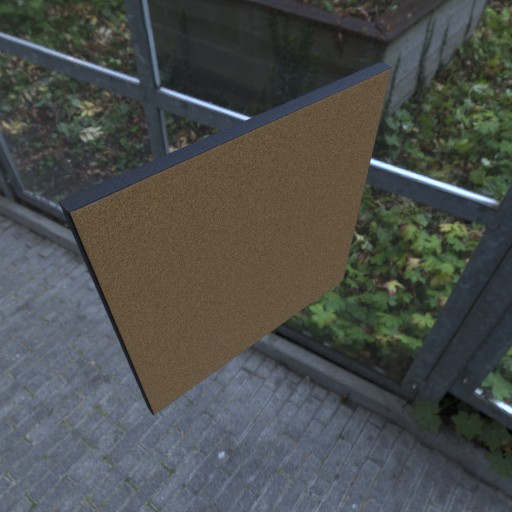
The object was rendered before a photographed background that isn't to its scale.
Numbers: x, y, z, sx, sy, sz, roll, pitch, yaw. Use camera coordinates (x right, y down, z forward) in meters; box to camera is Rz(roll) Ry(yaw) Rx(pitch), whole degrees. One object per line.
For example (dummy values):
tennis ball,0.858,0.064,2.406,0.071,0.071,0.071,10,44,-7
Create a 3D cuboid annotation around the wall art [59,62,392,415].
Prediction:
wall art,0.000,0.000,0.669,0.456,0.453,0.022,-31,55,-25
